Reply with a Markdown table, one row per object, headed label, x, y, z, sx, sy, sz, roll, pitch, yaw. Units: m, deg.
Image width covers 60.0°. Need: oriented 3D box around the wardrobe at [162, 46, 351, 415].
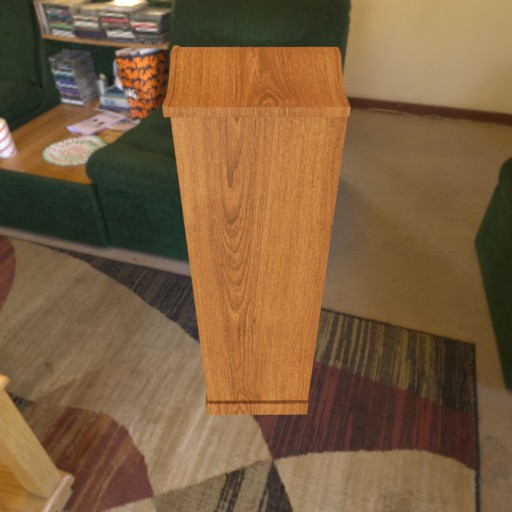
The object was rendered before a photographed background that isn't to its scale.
| label | x | y | z | sx | sy | sz | roll | pitch | yaw |
| --- | --- | --- | --- | --- | --- | --- | --- | --- | --- |
| wardrobe | 0.000 | 0.000 | 2.120 | 0.570 | 1.870 | 0.590 | 0 | 41 | 0 |
